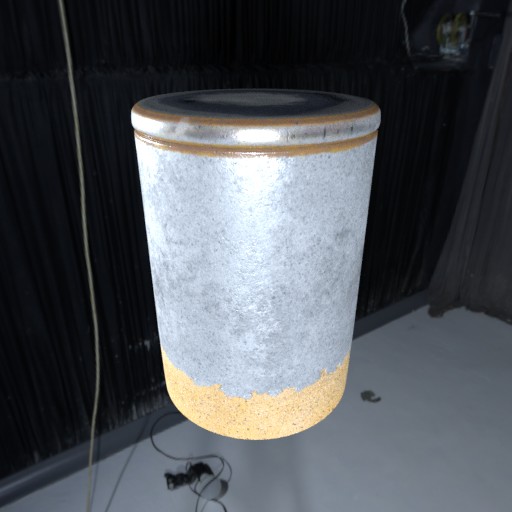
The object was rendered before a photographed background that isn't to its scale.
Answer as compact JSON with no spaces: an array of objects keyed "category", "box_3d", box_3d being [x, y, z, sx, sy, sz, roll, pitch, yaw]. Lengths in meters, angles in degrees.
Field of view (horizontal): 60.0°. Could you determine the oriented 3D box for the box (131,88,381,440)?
[{"category":"box","box_3d":[0.000,0.000,0.250,0.118,0.168,0.118,0,26,0]}]
